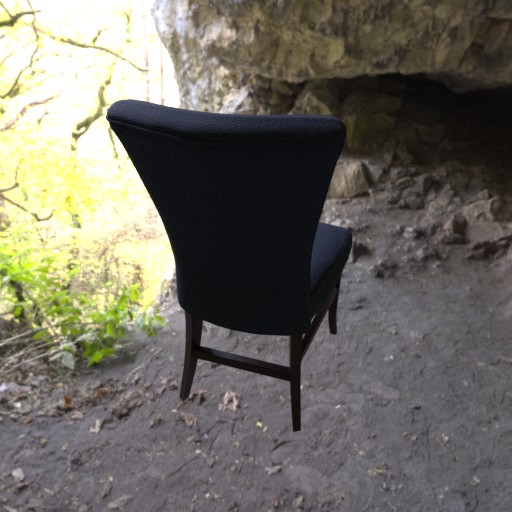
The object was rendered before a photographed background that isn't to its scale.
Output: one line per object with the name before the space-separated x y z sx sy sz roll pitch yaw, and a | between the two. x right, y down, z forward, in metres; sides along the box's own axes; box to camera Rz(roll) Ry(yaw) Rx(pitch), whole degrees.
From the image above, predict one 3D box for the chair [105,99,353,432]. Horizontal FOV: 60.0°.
chair | 0.000 0.000 1.350 0.520 0.991 0.660 10 34 15
